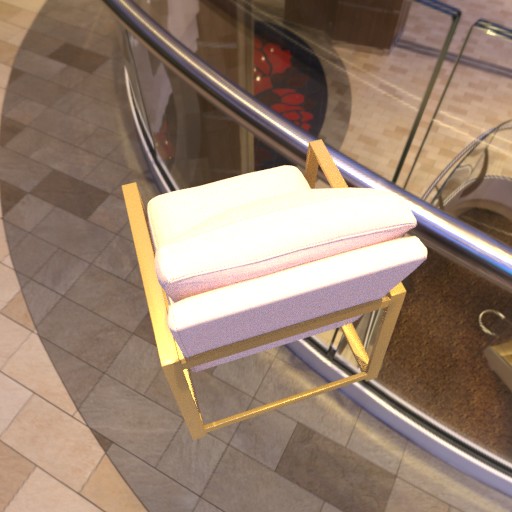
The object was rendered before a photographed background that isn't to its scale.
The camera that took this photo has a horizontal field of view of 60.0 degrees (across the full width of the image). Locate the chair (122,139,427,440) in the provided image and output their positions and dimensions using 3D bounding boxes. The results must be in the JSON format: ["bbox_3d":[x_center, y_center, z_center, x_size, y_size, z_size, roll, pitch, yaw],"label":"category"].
[{"bbox_3d":[0.000,0.000,1.522,0.758,0.956,0.813,-15,58,-10],"label":"chair"}]
